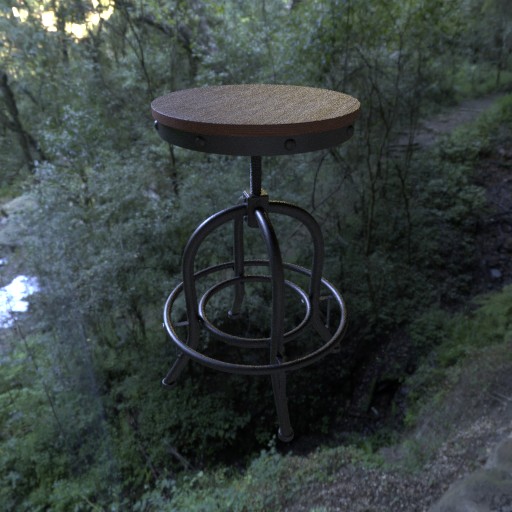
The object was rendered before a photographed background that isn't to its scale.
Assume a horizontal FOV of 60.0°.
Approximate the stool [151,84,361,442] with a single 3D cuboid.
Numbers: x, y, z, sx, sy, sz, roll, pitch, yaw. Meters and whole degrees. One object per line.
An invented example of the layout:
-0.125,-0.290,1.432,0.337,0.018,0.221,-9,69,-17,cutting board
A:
0.000,0.000,0.904,0.439,0.609,0.439,-9,31,-15,stool
